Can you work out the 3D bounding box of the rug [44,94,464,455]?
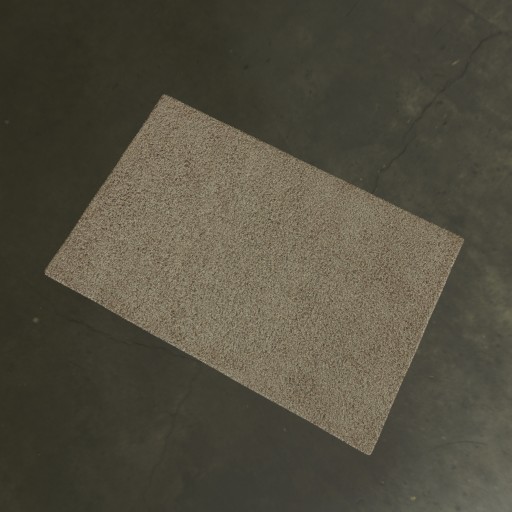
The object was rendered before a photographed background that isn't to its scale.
[{"bbox_3d":[0.000,0.000,3.427,2.743,0.030,1.778,27,77,7],"label":"rug"}]
